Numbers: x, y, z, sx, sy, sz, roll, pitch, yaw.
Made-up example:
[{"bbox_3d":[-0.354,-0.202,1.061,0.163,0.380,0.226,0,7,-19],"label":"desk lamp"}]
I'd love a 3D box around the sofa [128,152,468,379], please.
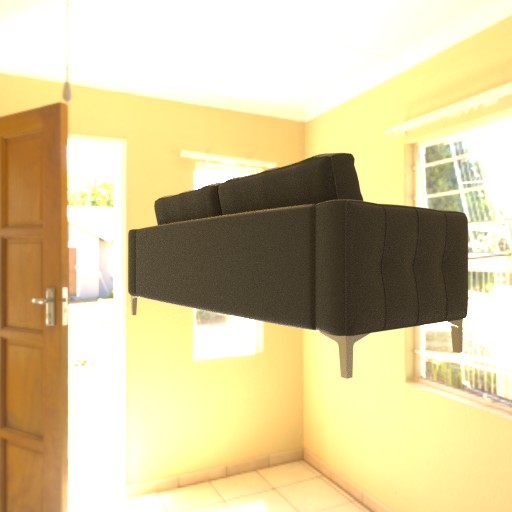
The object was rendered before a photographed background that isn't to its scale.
[{"bbox_3d":[0.000,0.000,2.711,0.833,0.893,2.275,0,0,-36],"label":"sofa"}]
